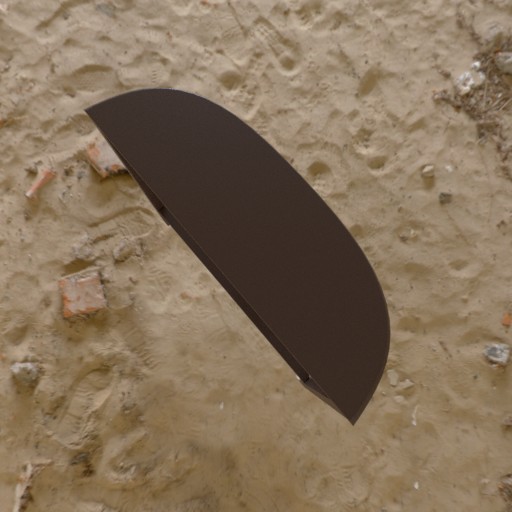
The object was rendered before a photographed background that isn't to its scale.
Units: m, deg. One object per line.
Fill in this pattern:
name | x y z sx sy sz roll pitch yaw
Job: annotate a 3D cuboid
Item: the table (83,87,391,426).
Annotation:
table | 0.000 0.000 1.357 0.274 0.831 0.909 -40 80 -8
